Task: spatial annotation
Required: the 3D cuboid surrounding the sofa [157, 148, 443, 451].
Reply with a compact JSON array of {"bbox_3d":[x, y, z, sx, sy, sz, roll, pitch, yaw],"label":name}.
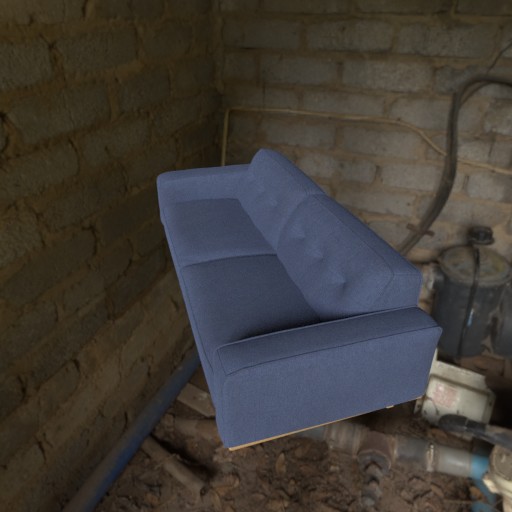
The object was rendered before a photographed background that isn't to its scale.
[{"bbox_3d":[0.000,0.000,2.708,0.953,0.782,2.270,-9,31,-15],"label":"sofa"}]
